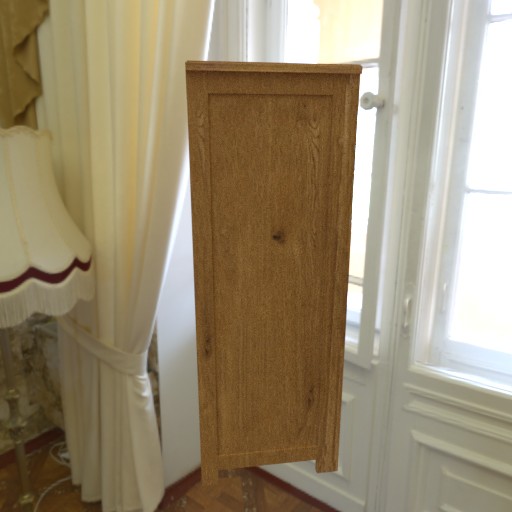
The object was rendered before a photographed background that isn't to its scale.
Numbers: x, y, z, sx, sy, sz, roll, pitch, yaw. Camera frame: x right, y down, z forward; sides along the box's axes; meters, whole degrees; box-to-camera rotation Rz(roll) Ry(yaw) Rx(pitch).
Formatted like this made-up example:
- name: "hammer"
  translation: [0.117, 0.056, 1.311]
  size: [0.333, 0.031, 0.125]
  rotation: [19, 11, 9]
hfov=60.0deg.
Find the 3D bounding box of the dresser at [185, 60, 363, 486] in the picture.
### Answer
- name: "dresser"
  translation: [0.000, 0.000, 1.964]
  size: [0.558, 1.431, 1.081]
  rotation: [-2, 15, -8]
